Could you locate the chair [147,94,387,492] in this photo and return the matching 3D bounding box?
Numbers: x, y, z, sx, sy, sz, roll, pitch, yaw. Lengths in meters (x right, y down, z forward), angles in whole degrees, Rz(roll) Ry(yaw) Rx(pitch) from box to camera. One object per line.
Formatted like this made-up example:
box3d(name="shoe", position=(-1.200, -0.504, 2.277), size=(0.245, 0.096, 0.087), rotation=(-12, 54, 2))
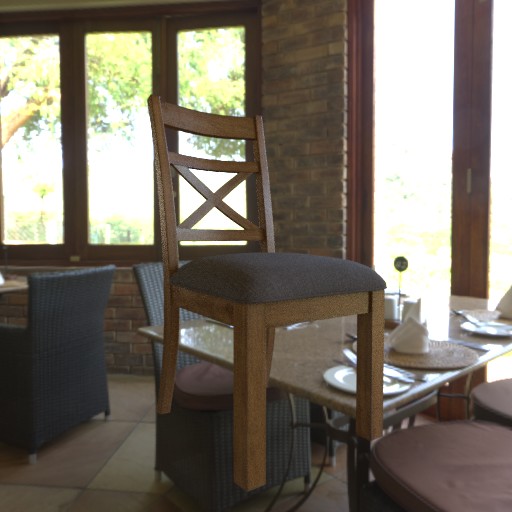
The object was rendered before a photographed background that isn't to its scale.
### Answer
box3d(name="chair", position=(0.000, 0.000, 1.247), size=(0.470, 0.949, 0.581), rotation=(-2, 3, -36))
